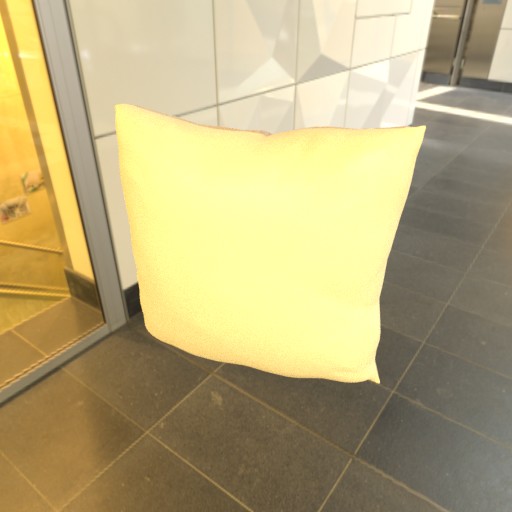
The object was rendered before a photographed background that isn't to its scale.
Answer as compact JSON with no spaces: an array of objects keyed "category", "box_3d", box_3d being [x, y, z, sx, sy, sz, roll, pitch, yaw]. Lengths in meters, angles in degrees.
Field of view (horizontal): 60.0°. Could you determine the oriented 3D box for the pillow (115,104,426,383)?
[{"category":"pillow","box_3d":[0.000,0.000,0.715,0.450,0.448,0.245,9,32,15]}]
